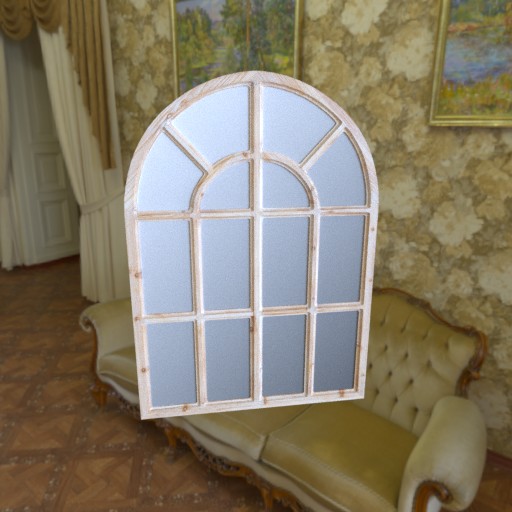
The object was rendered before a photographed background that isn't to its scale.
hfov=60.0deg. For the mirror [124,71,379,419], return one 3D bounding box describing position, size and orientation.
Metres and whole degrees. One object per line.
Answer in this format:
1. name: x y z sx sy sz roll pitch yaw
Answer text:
1. mirror: 0.000 0.000 1.189 0.660 0.920 0.032 -2 16 -9
